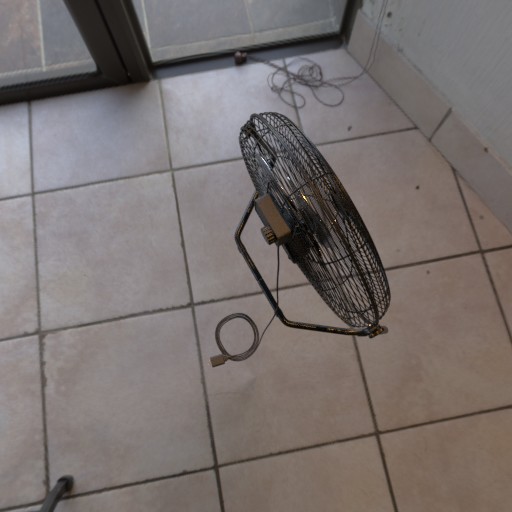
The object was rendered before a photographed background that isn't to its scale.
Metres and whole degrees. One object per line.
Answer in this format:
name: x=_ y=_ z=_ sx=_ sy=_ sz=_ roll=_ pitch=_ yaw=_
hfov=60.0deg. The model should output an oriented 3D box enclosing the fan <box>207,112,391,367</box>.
fan: x=0.000 y=0.000 z=0.925 sx=0.424 sy=0.546 sz=0.555 roll=-28 pitch=77 yaw=-7
